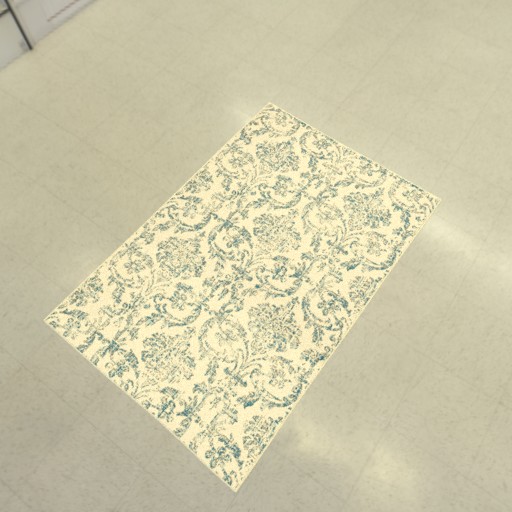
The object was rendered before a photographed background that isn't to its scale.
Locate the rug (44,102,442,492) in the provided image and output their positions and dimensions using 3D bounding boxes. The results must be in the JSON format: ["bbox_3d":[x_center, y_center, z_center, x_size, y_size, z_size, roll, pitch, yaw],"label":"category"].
[{"bbox_3d":[0.000,0.000,3.480,1.819,0.018,2.746,35,68,16],"label":"rug"}]
